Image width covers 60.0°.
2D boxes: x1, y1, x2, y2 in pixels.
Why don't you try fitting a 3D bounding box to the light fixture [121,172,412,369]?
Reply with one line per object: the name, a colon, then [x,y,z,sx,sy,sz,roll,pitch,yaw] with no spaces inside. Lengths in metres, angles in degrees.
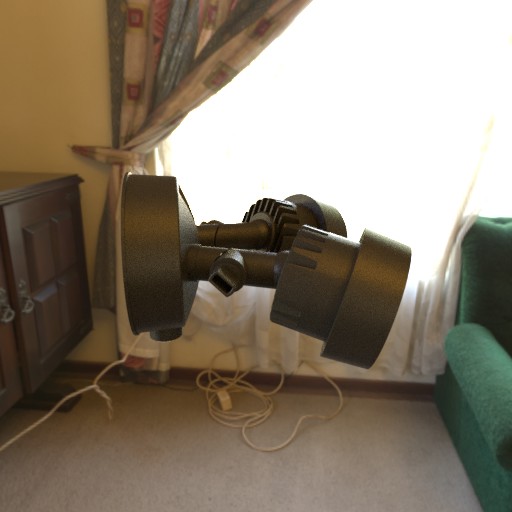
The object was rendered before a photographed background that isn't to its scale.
light fixture: [0.000,0.000,0.313,0.168,0.120,0.213,-3,17,-9]
